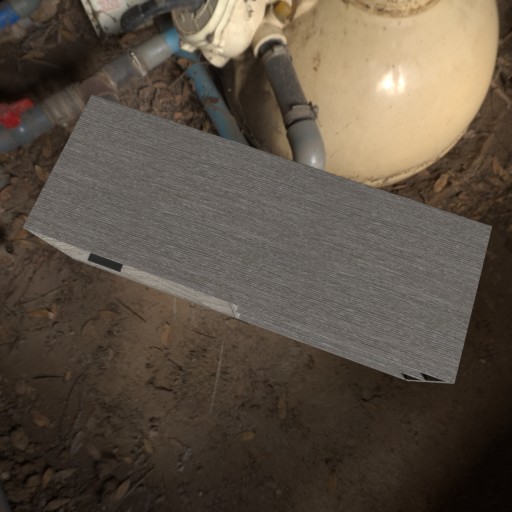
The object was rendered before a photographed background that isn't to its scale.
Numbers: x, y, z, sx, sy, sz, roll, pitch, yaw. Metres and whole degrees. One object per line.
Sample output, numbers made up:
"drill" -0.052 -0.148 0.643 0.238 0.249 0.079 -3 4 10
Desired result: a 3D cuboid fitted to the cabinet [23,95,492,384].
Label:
"cabinet" 0.000 0.000 1.594 1.300 0.599 0.500 19 76 5
